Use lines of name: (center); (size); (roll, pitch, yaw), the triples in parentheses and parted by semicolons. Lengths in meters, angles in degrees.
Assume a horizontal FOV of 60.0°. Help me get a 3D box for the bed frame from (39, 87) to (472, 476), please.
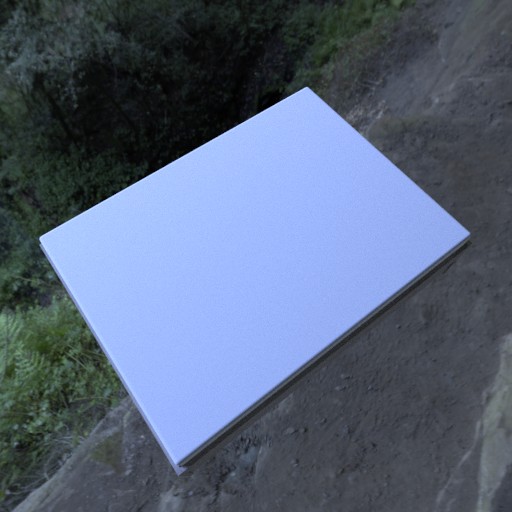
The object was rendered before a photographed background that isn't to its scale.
bed frame: (0.000, 0.000, 2.613); (1.944, 0.490, 1.448); (-34, 68, -16)
